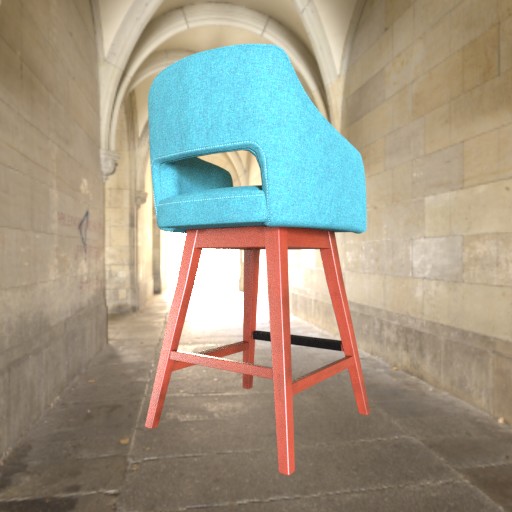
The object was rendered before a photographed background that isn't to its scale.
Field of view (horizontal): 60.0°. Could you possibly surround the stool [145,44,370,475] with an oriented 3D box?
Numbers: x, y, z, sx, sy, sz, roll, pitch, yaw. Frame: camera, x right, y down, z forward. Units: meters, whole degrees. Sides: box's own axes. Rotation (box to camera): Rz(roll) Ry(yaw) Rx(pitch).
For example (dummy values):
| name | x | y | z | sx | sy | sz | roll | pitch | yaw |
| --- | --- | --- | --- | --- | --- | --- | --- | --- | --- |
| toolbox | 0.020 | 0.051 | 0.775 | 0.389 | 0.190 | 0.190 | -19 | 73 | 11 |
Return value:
| name | x | y | z | sx | sy | sz | roll | pitch | yaw |
| --- | --- | --- | --- | --- | --- | --- | --- | --- | --- |
| stool | 0.000 | 0.000 | 1.272 | 0.548 | 0.961 | 0.556 | 0 | 0 | 36 |
